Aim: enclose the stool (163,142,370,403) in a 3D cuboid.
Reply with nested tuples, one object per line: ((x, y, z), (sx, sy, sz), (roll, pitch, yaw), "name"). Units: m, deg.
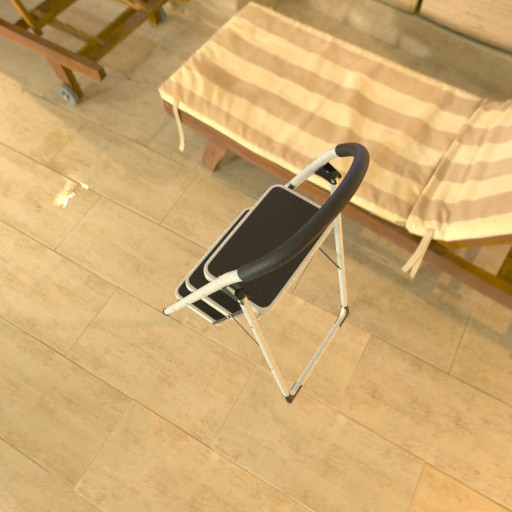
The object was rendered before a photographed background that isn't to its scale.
((0.000, 0.000, 1.462), (0.676, 1.109, 0.485), (32, 67, 15), "stool")
